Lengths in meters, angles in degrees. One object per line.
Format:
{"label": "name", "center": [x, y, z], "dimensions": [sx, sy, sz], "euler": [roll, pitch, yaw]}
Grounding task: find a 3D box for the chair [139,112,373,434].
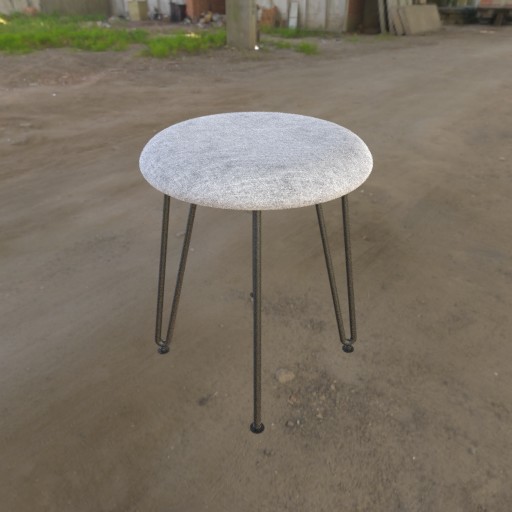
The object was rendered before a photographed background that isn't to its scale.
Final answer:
{"label": "chair", "center": [0.000, 0.000, 0.683], "dimensions": [0.350, 0.386, 0.350], "euler": [0, 31, -1]}
